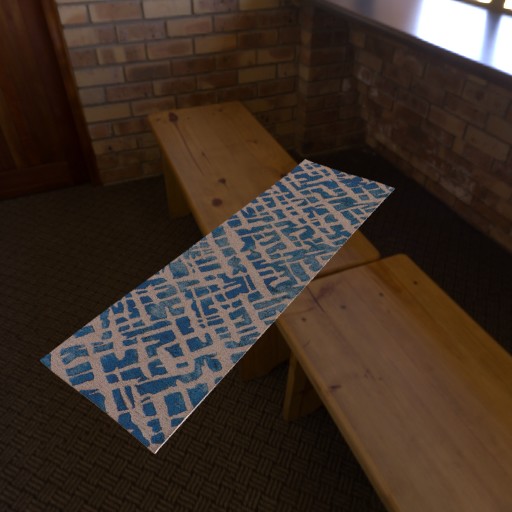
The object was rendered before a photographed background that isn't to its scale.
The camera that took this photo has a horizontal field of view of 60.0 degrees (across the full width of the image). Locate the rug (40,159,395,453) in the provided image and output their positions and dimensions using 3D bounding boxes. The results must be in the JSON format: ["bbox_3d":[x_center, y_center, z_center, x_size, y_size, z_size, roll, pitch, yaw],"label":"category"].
[{"bbox_3d":[0.000,0.000,2.691,0.768,0.011,2.446,25,46,26],"label":"rug"}]
